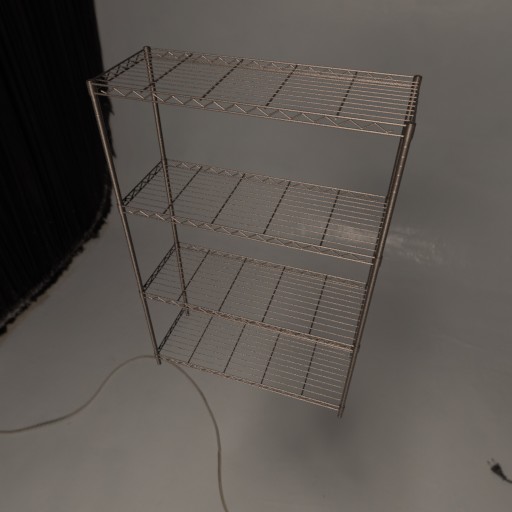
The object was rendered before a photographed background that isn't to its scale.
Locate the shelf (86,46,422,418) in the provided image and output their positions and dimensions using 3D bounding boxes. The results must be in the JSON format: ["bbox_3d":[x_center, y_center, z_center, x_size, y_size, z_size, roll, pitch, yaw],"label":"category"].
[{"bbox_3d":[0.000,0.000,1.720,0.907,1.361,0.352,12,43,14],"label":"shelf"}]
